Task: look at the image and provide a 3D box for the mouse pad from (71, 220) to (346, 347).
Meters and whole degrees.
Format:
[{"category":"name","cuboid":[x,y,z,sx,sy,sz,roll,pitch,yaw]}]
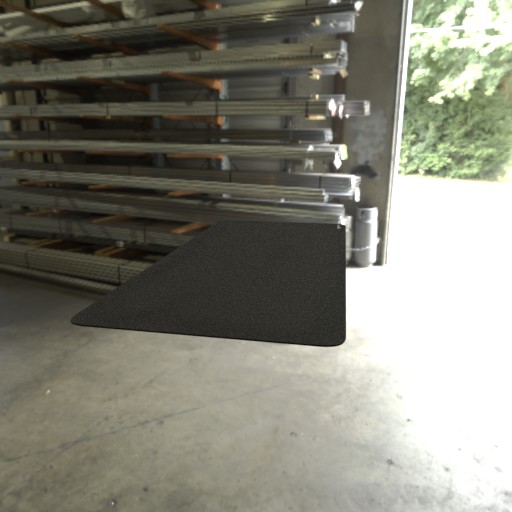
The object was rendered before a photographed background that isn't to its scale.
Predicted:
[{"category":"mouse pad","cuboid":[0.000,0.000,1.065,0.424,0.003,0.907,3,15,11]}]
